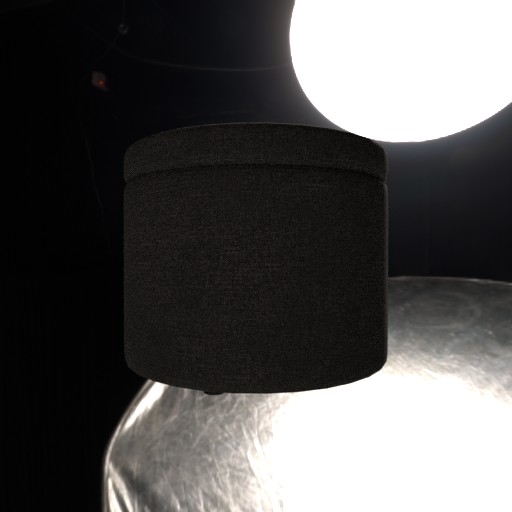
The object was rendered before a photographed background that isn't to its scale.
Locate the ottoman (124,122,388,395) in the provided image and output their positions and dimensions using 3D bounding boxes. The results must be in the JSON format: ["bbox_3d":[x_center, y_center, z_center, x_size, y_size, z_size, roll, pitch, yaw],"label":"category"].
[{"bbox_3d":[0.000,0.000,0.876,0.500,0.419,0.500,0,1,0],"label":"ottoman"}]
